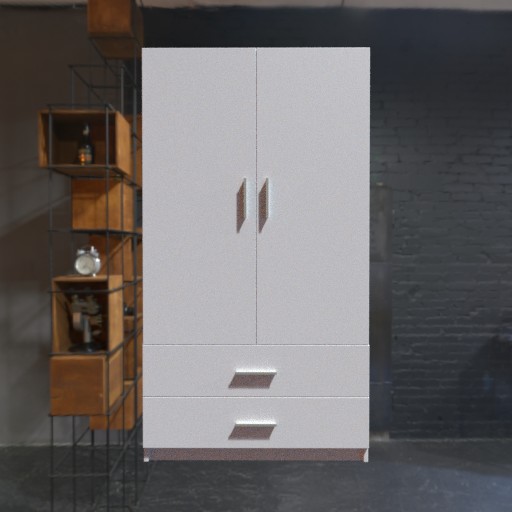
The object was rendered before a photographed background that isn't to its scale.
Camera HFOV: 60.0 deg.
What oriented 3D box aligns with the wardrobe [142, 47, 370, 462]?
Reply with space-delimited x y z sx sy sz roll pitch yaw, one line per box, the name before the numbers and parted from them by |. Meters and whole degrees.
wardrobe | 0.000 0.000 2.199 0.991 1.808 0.577 0 1 0
